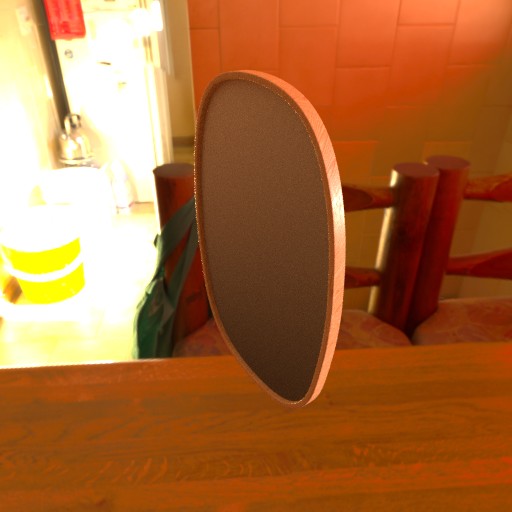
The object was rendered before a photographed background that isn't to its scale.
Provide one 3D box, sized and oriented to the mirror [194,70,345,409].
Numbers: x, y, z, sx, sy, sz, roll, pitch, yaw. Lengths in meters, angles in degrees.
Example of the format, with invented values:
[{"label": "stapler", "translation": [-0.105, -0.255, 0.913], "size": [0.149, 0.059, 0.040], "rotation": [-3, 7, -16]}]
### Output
[{"label": "mirror", "translation": [0.000, 0.000, 1.388], "size": [0.037, 1.075, 0.724], "rotation": [-20, 37, -29]}]
